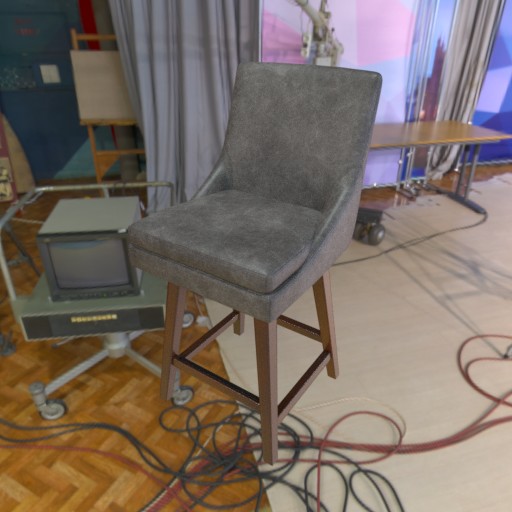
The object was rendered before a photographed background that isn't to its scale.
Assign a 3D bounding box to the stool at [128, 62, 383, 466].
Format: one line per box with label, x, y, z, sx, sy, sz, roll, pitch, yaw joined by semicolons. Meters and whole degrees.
stool;0.000;0.000;1.368;0.492;1.046;0.587;19;34;30
